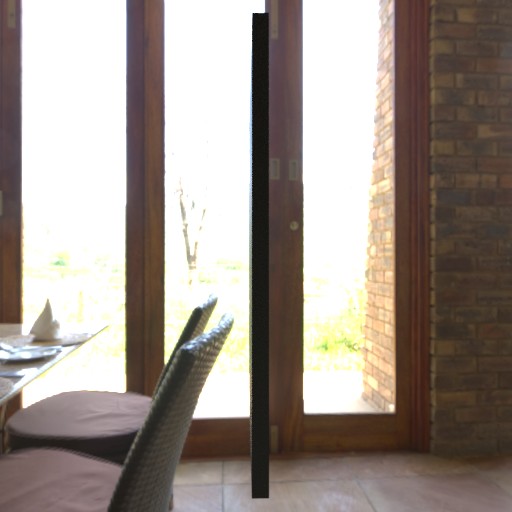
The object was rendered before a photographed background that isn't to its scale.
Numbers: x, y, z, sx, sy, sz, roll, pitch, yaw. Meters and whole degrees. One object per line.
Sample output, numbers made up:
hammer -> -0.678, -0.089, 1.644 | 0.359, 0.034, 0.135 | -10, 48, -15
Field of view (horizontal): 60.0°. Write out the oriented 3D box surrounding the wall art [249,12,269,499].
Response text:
wall art -> 0.000, 0.000, 1.371 | 0.038, 1.062, 0.806 | 0, -1, -1
